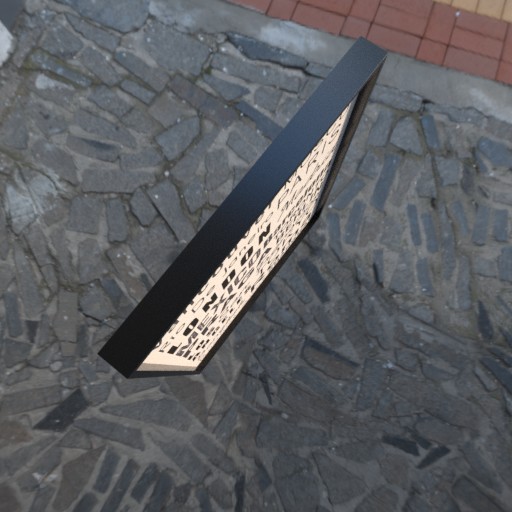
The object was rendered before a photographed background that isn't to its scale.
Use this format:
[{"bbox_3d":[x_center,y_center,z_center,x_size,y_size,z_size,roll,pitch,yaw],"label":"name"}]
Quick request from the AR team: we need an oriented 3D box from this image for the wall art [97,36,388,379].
[{"bbox_3d":[0.000,0.000,0.727,0.038,0.551,0.448,36,78,9],"label":"wall art"}]
